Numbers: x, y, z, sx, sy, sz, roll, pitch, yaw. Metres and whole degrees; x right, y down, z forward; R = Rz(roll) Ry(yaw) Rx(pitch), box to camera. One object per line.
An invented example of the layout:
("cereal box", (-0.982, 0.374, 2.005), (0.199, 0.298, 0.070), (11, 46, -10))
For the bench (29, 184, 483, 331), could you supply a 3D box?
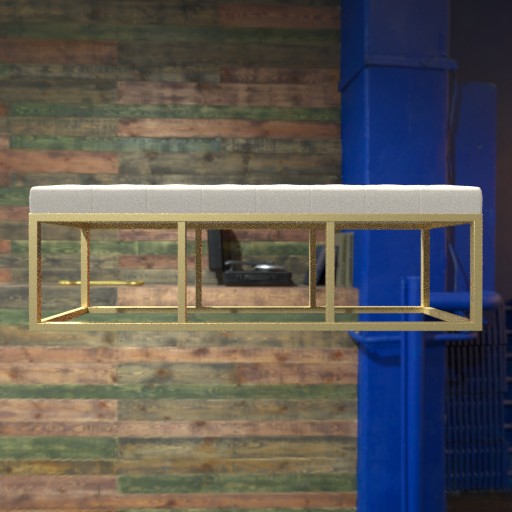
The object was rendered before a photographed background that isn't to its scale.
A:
("bench", (0.000, 0.000, 1.662), (1.473, 0.484, 0.457), (0, 0, 0))
